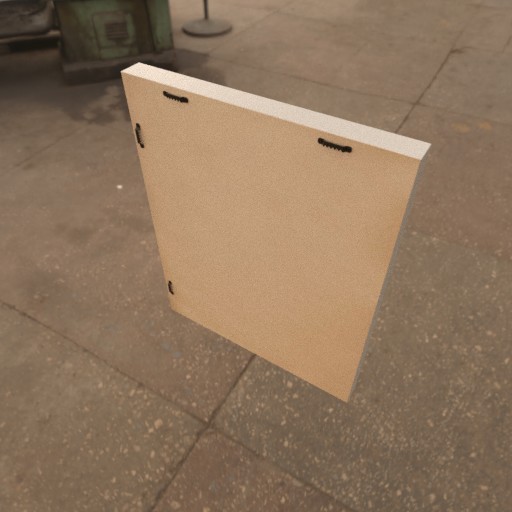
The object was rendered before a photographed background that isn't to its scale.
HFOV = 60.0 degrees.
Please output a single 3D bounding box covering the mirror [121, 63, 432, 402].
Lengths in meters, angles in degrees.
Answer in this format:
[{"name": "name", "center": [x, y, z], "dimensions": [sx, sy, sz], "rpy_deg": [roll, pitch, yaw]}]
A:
[{"name": "mirror", "center": [0.000, 0.000, 0.704], "dimensions": [0.406, 0.509, 0.041], "rpy_deg": [24, 50, 22]}]
